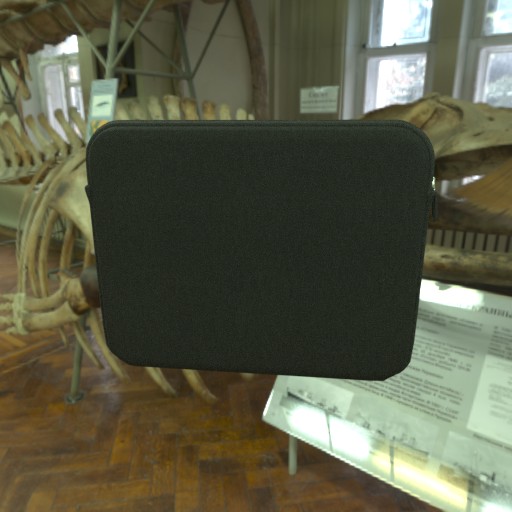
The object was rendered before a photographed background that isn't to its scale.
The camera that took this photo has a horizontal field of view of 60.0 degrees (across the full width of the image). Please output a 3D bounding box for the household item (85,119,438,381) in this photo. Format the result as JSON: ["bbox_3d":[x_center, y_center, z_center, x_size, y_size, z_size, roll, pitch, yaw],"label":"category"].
[{"bbox_3d":[0.000,0.000,0.519,0.396,0.305,0.030,2,16,6],"label":"household item"}]
